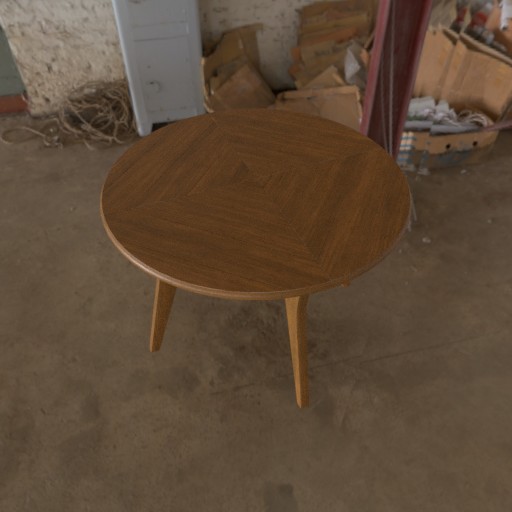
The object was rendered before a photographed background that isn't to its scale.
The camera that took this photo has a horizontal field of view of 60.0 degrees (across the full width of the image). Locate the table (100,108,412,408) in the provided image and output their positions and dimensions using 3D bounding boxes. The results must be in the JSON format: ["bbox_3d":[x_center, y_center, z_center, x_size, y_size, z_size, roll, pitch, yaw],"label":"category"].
[{"bbox_3d":[0.000,0.000,1.802,1.055,0.757,1.055,0,45,0],"label":"table"}]
